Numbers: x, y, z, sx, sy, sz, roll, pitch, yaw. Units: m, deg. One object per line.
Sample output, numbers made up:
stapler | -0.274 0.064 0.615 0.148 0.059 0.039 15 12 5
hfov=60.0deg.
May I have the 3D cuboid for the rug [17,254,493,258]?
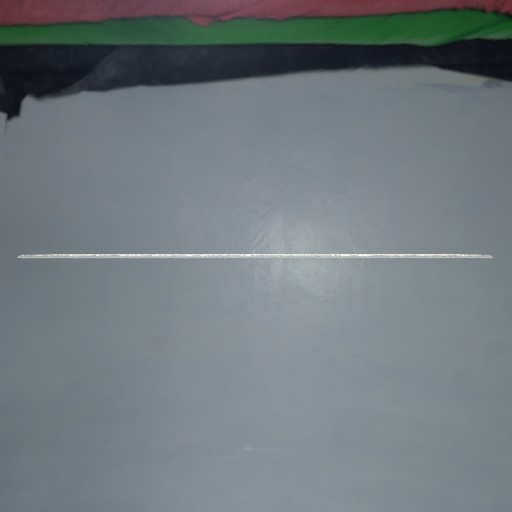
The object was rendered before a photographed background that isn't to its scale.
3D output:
rug | 0.000 0.000 3.716 2.901 0.026 2.043 0 0 1
